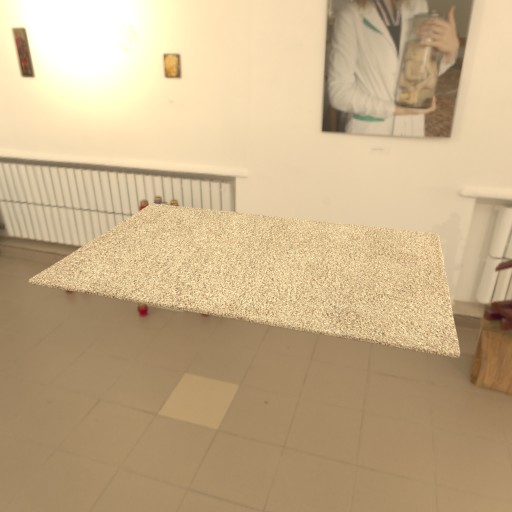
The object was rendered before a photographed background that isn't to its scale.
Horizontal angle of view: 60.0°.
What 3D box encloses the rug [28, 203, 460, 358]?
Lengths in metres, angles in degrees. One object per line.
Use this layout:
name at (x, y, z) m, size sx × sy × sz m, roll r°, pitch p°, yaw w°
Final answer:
rug at (0.000, 0.000, 3.022) m, size 2.438 × 0.030 × 1.524 m, roll 7°, pitch 26°, yaw 15°
